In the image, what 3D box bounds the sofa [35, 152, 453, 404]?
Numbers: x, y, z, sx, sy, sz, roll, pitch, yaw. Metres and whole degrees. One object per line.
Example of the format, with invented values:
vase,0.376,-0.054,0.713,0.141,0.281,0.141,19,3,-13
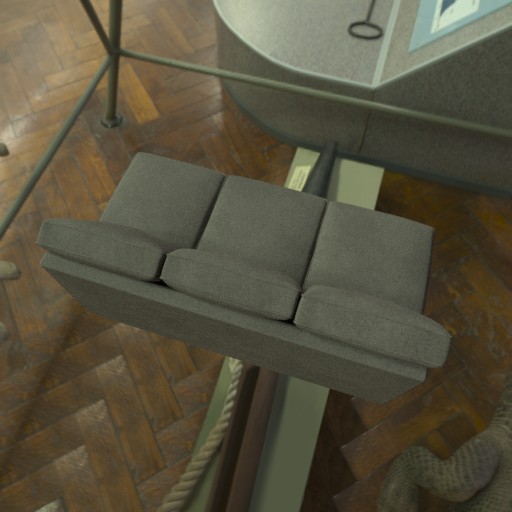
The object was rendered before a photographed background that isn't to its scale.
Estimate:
sofa,0.000,0.000,2.541,1.962,0.973,1.027,16,64,8
